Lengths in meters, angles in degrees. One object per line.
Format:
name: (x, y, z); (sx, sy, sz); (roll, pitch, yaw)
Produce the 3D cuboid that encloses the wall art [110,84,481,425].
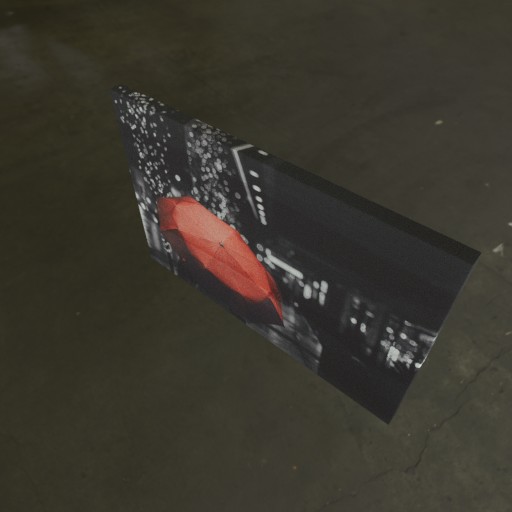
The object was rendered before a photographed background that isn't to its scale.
wall art: (0.000, 0.000, 1.122); (0.914, 0.609, 0.038); (31, 54, 26)
